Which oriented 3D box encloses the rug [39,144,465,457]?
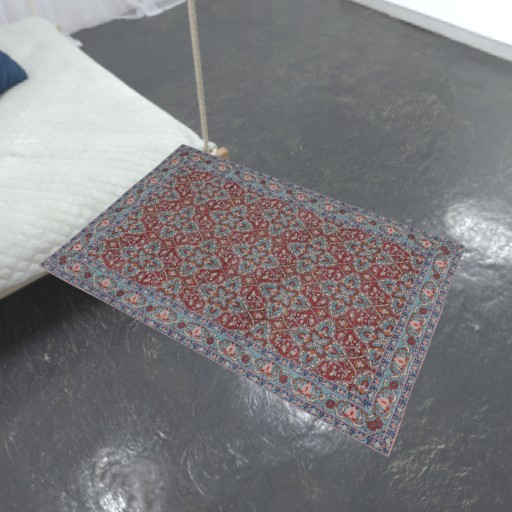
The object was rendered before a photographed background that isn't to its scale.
[{"bbox_3d":[0.000,0.000,2.274,1.829,0.009,1.219,24,53,19],"label":"rug"}]
